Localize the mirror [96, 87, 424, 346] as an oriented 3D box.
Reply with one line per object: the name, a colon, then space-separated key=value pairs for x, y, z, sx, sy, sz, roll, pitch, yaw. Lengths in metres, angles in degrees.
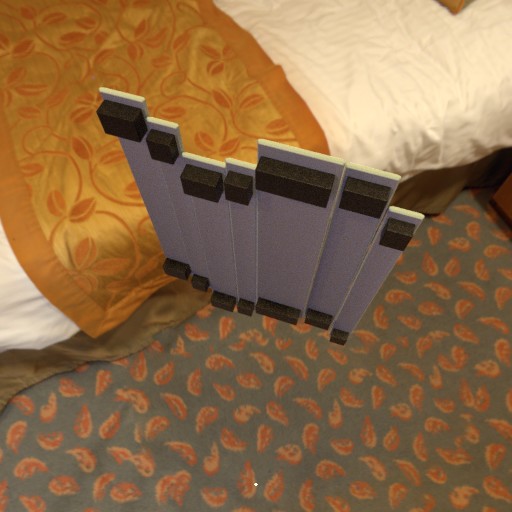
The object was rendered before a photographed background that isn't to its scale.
mirror: x=0.000 y=0.000 z=0.798 sx=0.445 sy=0.611 sz=0.058 roll=16 pitch=64 yaw=8
